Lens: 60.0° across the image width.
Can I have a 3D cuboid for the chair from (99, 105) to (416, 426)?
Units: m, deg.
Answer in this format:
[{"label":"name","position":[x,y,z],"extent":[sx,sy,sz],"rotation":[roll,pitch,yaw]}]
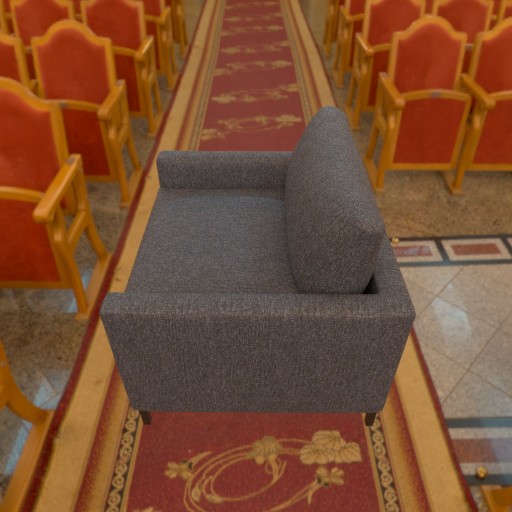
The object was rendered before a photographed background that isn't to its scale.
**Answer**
[{"label":"chair","position":[0.000,0.000,1.645],"extent":[0.866,0.861,0.963],"rotation":[0,40,0]}]
